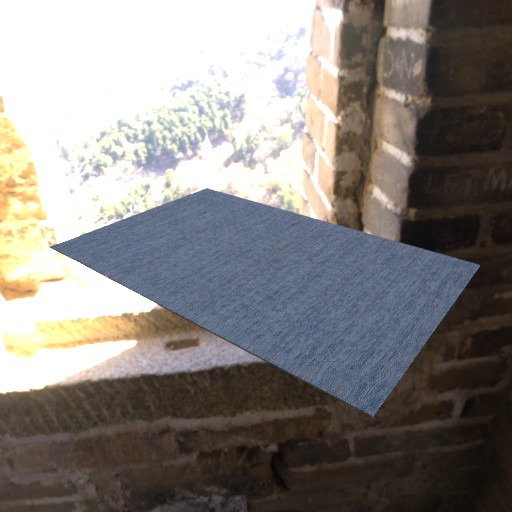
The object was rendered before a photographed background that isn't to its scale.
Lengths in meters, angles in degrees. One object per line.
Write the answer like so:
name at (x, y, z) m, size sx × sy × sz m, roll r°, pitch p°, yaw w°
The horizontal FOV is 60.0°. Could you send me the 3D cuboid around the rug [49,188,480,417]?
rug at (0.000, 0.000, 2.146) m, size 1.752 × 0.006 × 1.142 m, roll 20°, pitch 34°, yaw 33°
